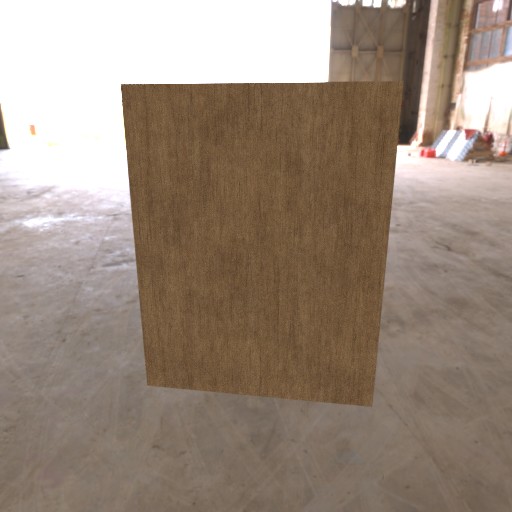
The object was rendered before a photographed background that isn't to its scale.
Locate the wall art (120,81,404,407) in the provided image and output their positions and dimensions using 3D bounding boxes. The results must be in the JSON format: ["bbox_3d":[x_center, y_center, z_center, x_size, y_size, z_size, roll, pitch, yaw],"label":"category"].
[{"bbox_3d":[0.000,0.000,0.940,0.534,0.686,0.018,3,19,8],"label":"wall art"}]
